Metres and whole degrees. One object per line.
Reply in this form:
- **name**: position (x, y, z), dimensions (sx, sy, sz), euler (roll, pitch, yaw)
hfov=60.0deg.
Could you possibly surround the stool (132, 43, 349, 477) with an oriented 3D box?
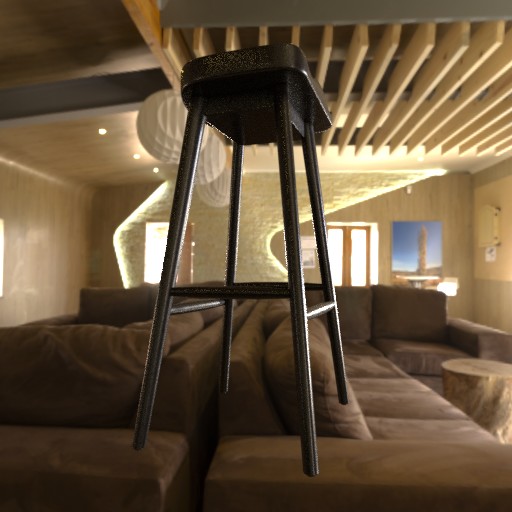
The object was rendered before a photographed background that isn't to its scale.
- **stool**: position (0.000, 0.000, 1.003), dimensions (0.361, 0.749, 0.440), euler (-1, -2, 19)
